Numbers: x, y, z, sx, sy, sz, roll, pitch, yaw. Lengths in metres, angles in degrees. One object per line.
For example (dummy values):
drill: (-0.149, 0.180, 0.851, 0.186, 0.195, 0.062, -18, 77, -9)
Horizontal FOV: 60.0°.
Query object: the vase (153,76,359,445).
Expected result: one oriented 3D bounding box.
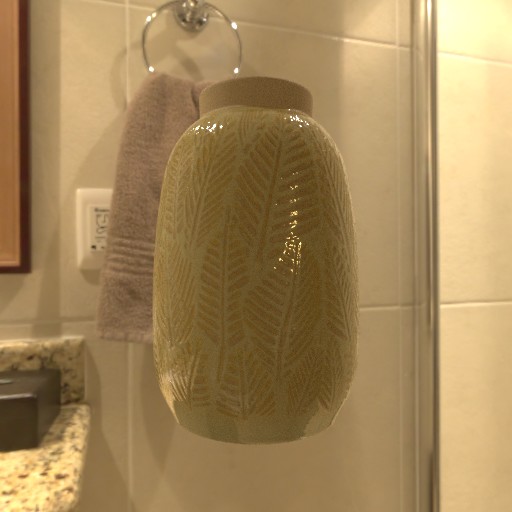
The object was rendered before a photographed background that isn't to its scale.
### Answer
vase: (0.000, 0.000, 0.379, 0.172, 0.270, 0.172, 0, 0, 0)
